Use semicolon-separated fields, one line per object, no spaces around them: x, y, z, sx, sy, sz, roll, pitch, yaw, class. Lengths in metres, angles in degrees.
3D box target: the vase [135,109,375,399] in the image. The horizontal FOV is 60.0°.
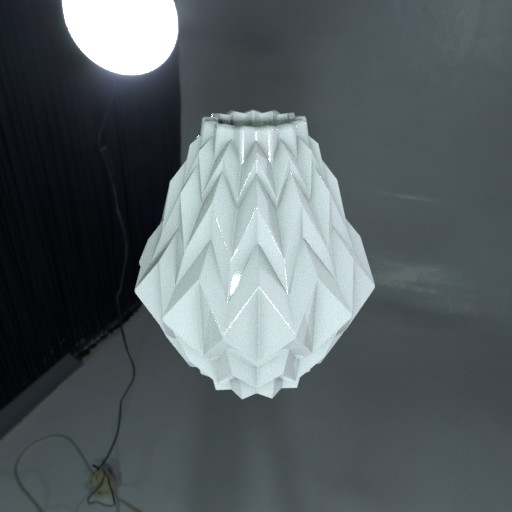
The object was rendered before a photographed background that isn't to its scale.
0.000;0.000;0.306;0.164;0.185;0.164;0;27;0;vase
